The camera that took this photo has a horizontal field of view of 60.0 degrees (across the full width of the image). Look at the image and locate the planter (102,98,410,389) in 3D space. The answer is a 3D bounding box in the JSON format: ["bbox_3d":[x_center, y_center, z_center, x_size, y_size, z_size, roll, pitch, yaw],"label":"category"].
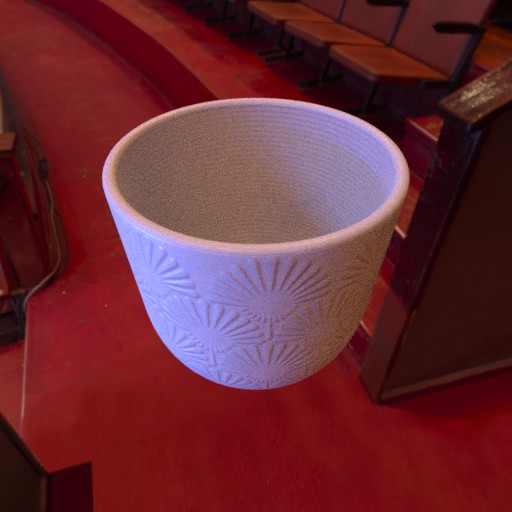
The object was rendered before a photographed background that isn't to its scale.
[{"bbox_3d":[0.000,0.000,0.301,0.170,0.152,0.170,0,41,0],"label":"planter"}]
